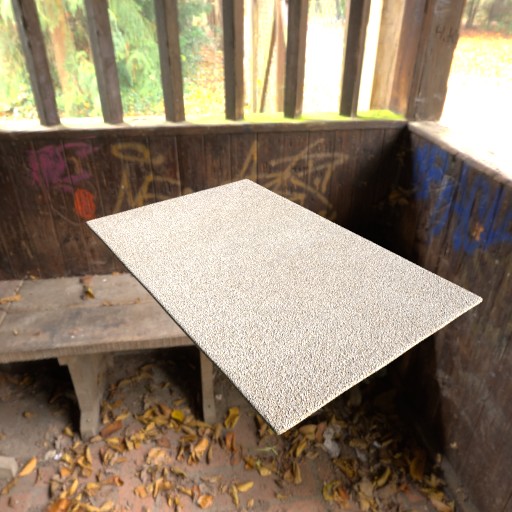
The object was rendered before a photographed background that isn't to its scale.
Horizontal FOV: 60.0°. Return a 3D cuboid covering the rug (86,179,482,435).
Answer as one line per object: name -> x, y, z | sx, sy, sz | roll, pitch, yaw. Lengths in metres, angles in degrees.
rug -> 0.000, 0.000, 3.469 | 1.778, 0.030, 2.743 | -21, 37, -31
